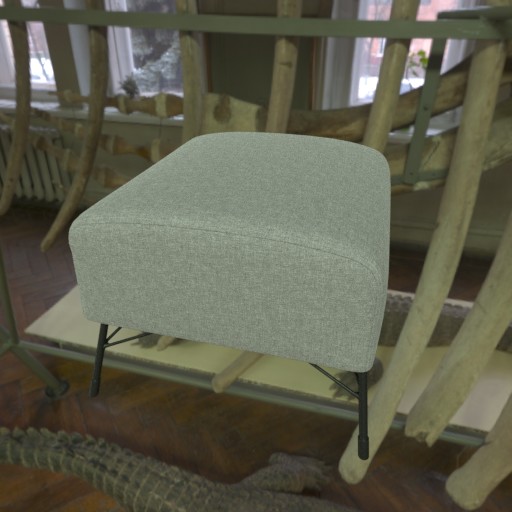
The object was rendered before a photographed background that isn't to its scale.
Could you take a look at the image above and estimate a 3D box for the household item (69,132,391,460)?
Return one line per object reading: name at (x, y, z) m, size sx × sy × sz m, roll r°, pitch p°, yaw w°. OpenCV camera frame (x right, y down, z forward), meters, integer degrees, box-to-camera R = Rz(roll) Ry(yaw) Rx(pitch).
household item at (0.000, 0.000, 0.913) m, size 0.530 × 0.410 × 0.530 m, roll 8°, pitch 31°, yaw 13°
